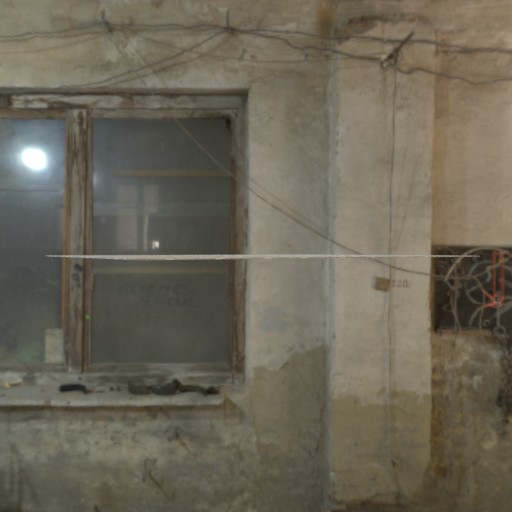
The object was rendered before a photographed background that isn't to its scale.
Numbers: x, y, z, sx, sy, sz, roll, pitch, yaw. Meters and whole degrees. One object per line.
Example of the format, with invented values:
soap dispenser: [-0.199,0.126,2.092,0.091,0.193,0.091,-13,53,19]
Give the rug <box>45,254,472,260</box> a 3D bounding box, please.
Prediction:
rug: [0.000,0.000,3.757,2.892,0.006,2.283,0,1,-35]
